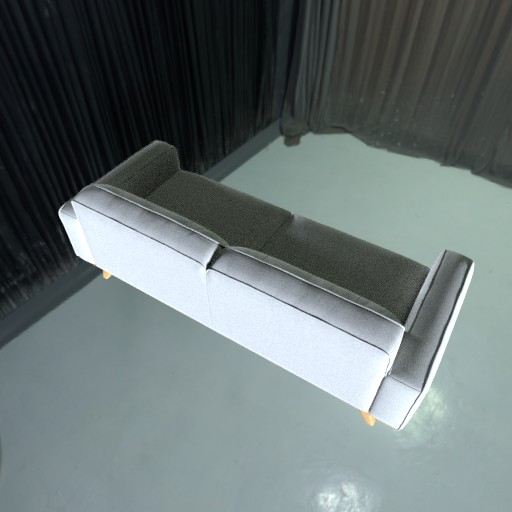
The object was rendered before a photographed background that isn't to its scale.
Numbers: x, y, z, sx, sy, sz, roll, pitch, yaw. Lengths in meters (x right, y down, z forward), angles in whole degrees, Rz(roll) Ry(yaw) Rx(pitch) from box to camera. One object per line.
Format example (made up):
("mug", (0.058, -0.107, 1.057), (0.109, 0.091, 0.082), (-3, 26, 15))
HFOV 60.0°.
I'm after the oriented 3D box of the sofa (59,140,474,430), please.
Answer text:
("sofa", (0.000, 0.000, 2.658), (2.270, 0.781, 0.956), (24, 51, 21))
